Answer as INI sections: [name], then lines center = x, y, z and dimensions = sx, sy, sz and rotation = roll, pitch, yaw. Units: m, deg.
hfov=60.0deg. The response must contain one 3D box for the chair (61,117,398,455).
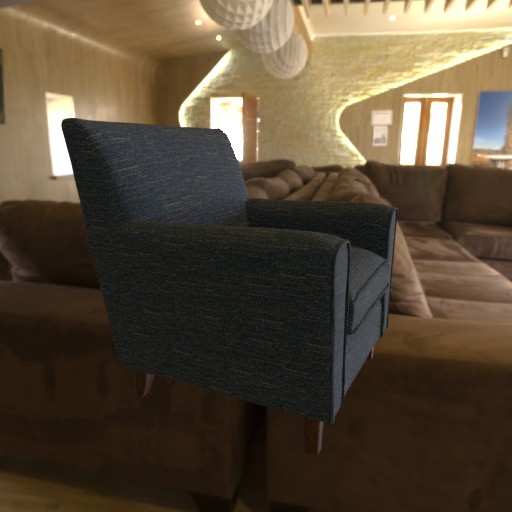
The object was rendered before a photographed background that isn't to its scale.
[chair]
center = 0.000, 0.000, 1.593
dimensions = 0.873, 0.928, 0.864
rotation = 7, 15, 26
